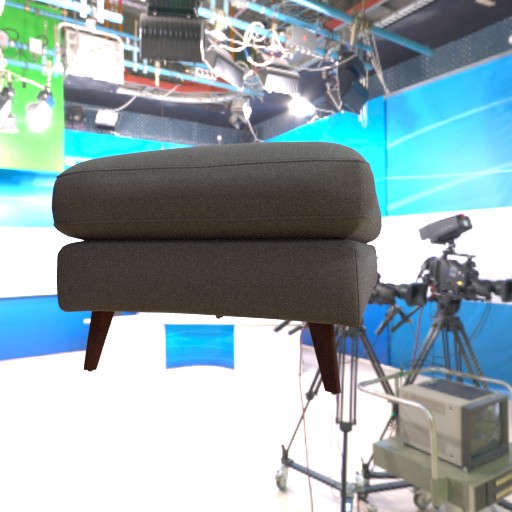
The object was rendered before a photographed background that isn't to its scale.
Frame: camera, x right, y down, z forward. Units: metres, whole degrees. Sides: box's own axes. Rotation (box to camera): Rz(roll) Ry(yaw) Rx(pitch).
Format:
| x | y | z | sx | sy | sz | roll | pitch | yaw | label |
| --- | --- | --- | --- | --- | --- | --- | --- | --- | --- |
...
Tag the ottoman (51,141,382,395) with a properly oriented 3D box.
| x | y | z | sx | sy | sz | roll | pitch | yaw | label |
| --- | --- | --- | --- | --- | --- | --- | --- | --- | --- |
| 0.000 | 0.000 | 1.130 | 0.608 | 0.449 | 0.811 | 0 | 1 | 17 | ottoman |
